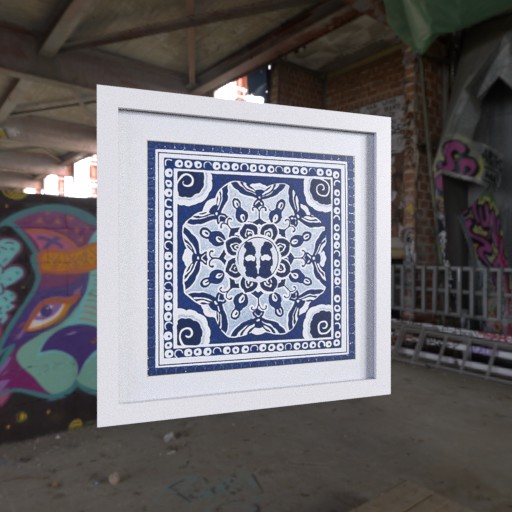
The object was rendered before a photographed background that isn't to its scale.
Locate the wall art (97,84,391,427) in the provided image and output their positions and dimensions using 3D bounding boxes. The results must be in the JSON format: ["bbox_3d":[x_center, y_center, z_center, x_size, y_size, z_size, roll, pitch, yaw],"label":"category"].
[{"bbox_3d":[0.000,0.000,0.526,0.355,0.355,0.027,0,0,-18],"label":"wall art"}]
